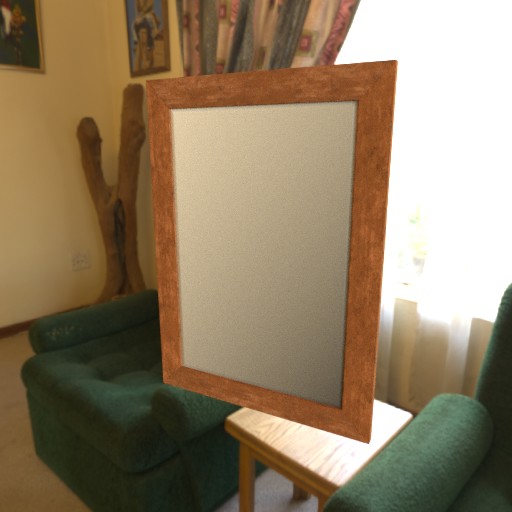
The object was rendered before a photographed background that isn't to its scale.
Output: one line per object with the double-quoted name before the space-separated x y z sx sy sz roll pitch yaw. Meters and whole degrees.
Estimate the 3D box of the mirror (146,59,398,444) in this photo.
"mirror" 0.000 0.000 1.415 0.796 1.099 0.028 7 16 26
